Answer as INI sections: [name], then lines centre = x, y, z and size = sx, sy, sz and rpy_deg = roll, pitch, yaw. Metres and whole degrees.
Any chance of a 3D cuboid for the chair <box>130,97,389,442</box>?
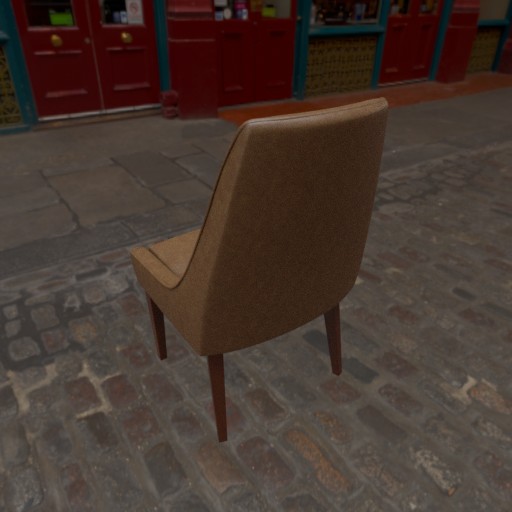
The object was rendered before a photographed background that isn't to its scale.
[chair]
centre = 0.000, 0.000, 1.200
size = 0.529, 0.861, 0.544
rpy_deg = -19, 36, -29
